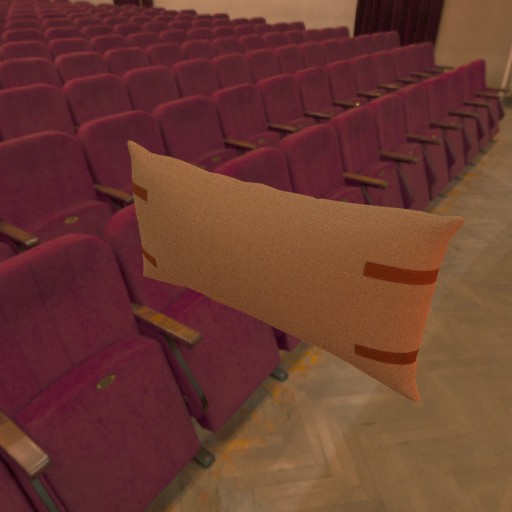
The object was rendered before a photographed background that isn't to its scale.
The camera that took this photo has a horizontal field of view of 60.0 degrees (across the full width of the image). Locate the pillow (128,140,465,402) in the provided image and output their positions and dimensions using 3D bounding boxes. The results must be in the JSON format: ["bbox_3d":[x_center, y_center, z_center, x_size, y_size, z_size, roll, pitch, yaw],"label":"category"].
[{"bbox_3d":[0.000,0.000,0.751,0.612,0.308,0.148,20,36,31],"label":"pillow"}]
